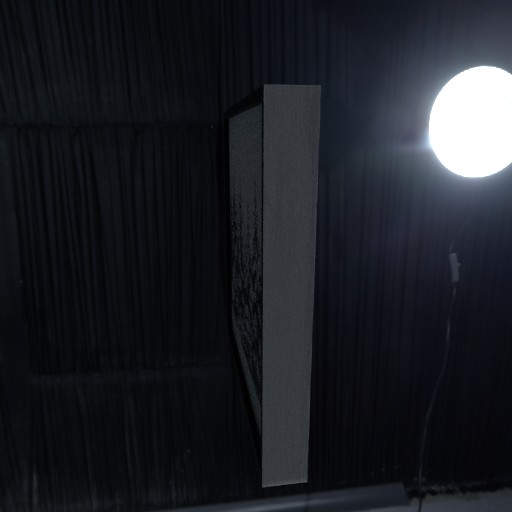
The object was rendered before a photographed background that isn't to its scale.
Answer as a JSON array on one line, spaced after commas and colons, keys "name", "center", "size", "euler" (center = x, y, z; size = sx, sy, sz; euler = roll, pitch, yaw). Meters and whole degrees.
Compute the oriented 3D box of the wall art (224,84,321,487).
[{"name": "wall art", "center": [0.000, 0.000, 0.467], "size": [0.037, 0.305, 0.305], "euler": [-2, 15, -9]}]
